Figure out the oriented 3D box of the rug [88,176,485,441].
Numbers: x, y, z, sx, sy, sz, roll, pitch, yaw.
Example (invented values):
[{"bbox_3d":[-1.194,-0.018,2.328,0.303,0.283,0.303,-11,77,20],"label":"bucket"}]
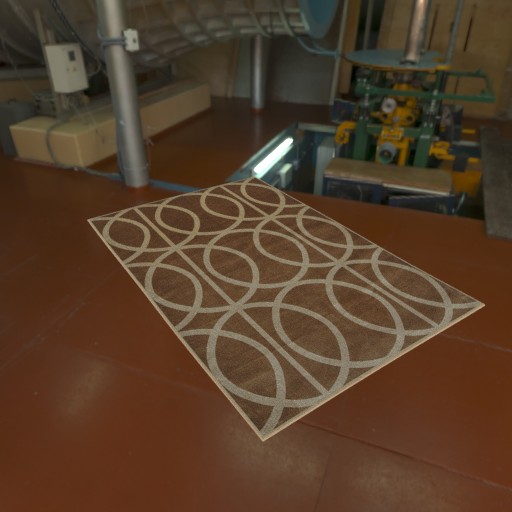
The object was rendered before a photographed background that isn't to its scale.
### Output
[{"bbox_3d":[0.000,0.000,2.897,1.526,0.014,2.290,-20,37,-29],"label":"rug"}]
